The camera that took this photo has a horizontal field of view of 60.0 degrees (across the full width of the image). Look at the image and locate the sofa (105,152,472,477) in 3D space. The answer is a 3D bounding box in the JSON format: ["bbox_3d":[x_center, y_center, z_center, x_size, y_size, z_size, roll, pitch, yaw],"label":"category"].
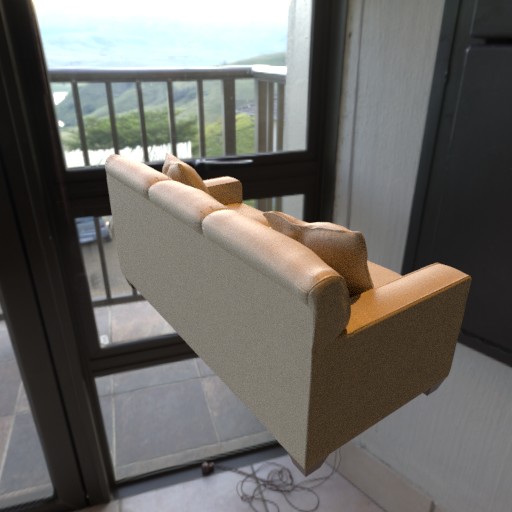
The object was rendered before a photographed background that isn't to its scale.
[{"bbox_3d":[0.000,0.000,2.513,0.997,0.958,2.024,-17,30,-31],"label":"sofa"}]
